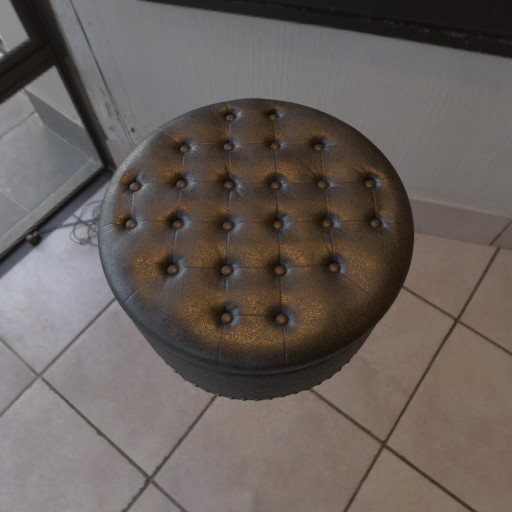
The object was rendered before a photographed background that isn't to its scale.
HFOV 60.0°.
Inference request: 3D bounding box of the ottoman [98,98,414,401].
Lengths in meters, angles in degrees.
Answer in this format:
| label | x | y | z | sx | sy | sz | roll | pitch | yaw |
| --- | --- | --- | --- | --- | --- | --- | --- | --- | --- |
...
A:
| label | x | y | z | sx | sy | sz | roll | pitch | yaw |
| --- | --- | --- | --- | --- | --- | --- | --- | --- | --- |
| ottoman | 0.000 | 0.000 | 1.064 | 0.637 | 0.442 | 0.637 | 0 | 62 | 0 |
